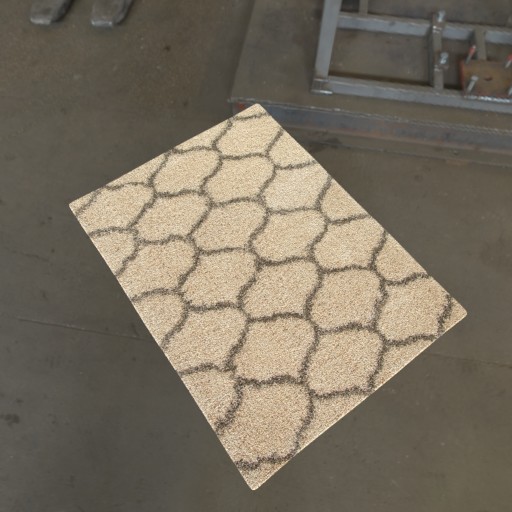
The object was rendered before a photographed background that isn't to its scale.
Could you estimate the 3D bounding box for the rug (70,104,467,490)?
[{"bbox_3d":[0.000,0.000,2.128,1.200,0.025,1.600,-33,67,-16],"label":"rug"}]
